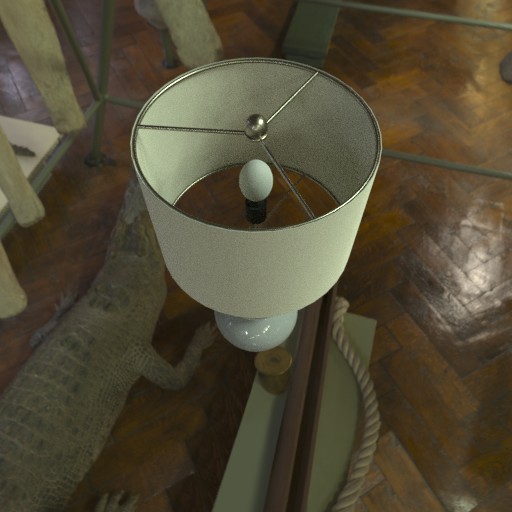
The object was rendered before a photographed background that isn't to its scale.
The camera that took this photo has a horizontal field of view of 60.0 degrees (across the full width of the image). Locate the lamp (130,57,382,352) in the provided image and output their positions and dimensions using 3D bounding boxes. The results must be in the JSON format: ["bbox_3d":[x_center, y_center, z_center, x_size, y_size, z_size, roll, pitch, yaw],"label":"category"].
[{"bbox_3d":[0.000,0.000,0.937,0.367,0.730,0.367,14,58,9],"label":"lamp"}]
